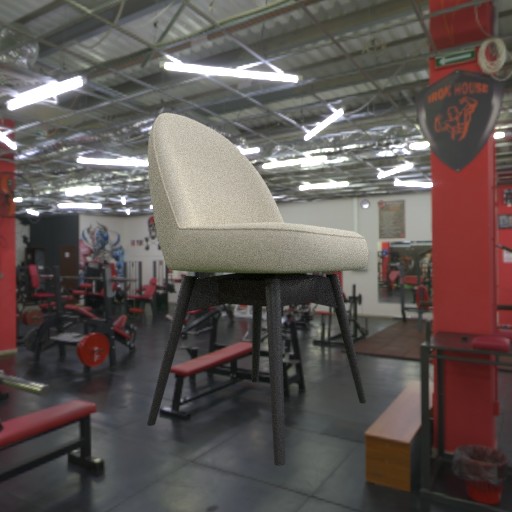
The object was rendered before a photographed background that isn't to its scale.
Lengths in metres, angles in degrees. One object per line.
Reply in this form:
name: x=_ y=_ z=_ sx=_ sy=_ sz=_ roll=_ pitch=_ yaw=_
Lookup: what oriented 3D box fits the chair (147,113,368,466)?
chair: x=0.000 y=0.000 z=1.202 sx=0.540 sy=0.838 sz=0.532 roll=0 pitch=0 yaw=34
